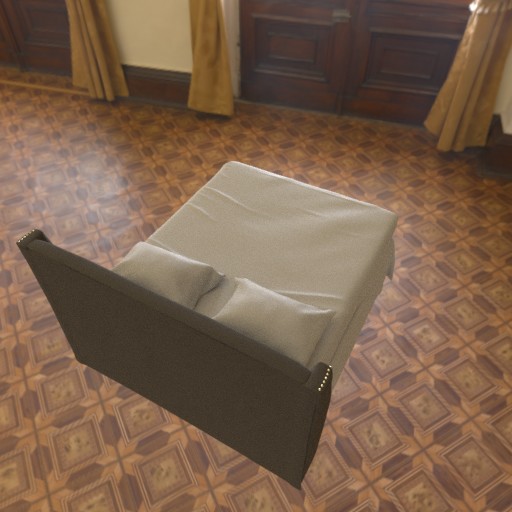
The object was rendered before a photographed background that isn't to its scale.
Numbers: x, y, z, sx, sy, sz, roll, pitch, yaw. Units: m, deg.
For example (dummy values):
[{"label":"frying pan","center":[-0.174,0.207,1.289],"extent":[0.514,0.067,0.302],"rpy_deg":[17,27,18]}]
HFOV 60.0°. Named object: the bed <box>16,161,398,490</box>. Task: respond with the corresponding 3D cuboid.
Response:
[{"label":"bed","center":[0.000,0.000,3.345],"extent":[1.925,1.332,2.276],"rpy_deg":[22,50,20]}]
